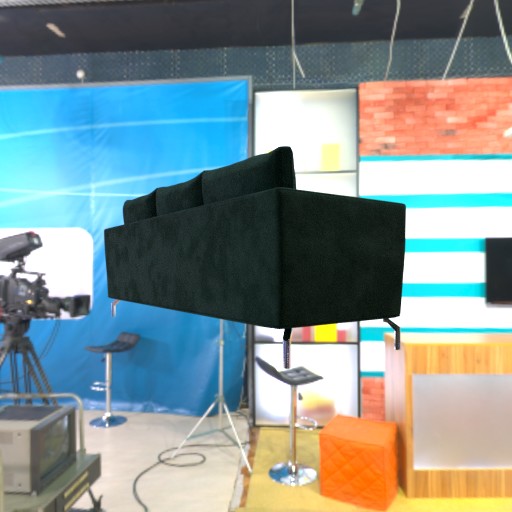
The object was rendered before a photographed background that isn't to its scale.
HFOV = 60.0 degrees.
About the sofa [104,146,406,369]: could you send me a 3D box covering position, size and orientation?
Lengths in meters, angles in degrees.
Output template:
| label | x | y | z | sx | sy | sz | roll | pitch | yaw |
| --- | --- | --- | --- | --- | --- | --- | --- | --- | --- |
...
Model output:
| label | x | y | z | sx | sy | sz | roll | pitch | yaw |
| --- | --- | --- | --- | --- | --- | --- | --- | --- | --- |
| sofa | 0.000 | 0.000 | 3.209 | 1.489 | 1.007 | 2.441 | 1 | -2 | -35 |
